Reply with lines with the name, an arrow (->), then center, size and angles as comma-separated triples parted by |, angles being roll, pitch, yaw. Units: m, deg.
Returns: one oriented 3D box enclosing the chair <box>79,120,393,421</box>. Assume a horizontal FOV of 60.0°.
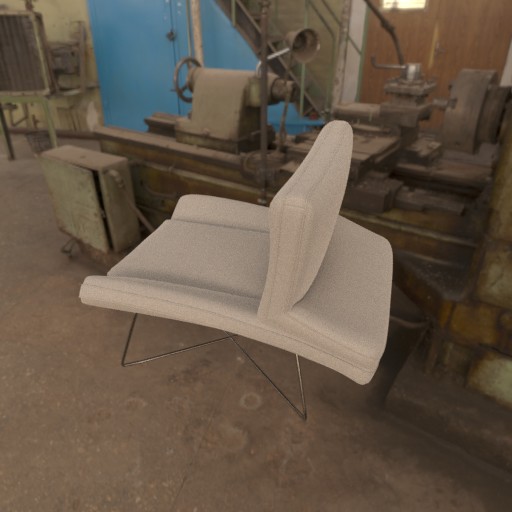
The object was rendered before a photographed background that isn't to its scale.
chair -> 0.000, 0.000, 1.670 | 1.008, 0.855, 0.859 | 9, 31, 15
